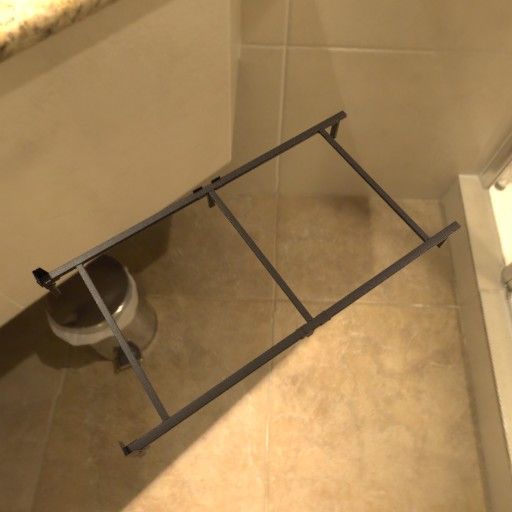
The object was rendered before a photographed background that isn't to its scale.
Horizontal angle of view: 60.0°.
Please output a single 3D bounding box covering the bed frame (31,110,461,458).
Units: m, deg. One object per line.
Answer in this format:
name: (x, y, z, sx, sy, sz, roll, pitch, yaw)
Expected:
bed frame: (0.000, 0.000, 2.251, 1.897, 0.248, 0.968, -32, 68, -14)
